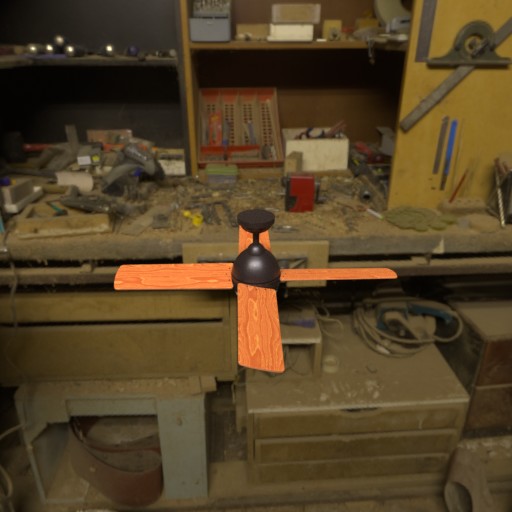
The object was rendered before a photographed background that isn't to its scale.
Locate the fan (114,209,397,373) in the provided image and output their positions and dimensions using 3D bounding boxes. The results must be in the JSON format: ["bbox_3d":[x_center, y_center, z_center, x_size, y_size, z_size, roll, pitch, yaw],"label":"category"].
[{"bbox_3d":[0.000,0.000,2.076,1.332,0.403,1.332,-1,27,-2],"label":"fan"}]
